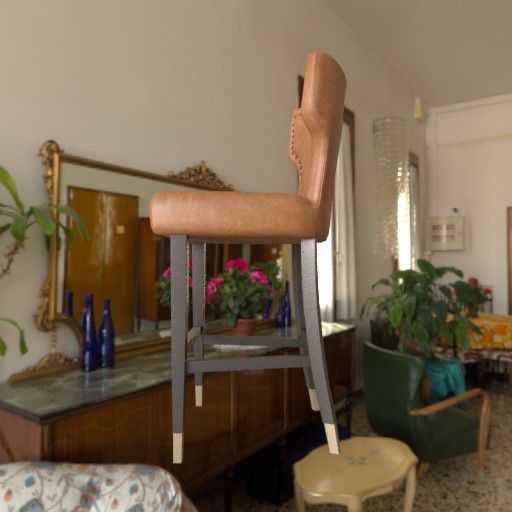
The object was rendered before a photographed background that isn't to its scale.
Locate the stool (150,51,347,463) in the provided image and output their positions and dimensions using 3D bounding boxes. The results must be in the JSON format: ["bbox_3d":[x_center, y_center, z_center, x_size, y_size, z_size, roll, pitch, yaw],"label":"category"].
[{"bbox_3d":[0.000,0.000,1.408,0.563,1.092,0.526,0,-1,0],"label":"stool"}]
